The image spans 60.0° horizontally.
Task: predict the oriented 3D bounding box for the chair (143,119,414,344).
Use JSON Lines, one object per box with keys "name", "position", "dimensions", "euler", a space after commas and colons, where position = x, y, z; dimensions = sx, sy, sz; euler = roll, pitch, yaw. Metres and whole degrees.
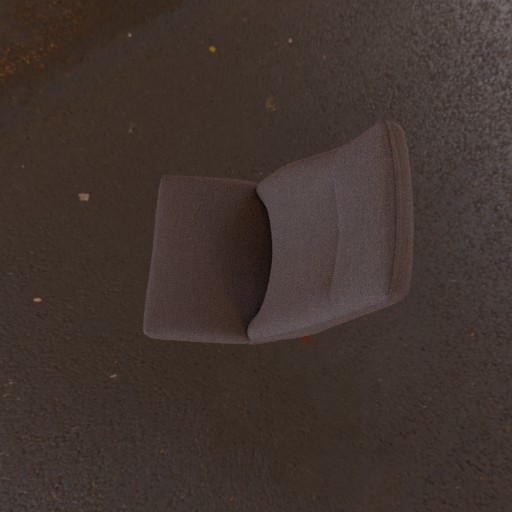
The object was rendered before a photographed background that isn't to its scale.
{"name": "chair", "position": [0.000, 0.000, 1.291], "dimensions": [0.620, 0.930, 0.500], "euler": [3, 76, 1]}
